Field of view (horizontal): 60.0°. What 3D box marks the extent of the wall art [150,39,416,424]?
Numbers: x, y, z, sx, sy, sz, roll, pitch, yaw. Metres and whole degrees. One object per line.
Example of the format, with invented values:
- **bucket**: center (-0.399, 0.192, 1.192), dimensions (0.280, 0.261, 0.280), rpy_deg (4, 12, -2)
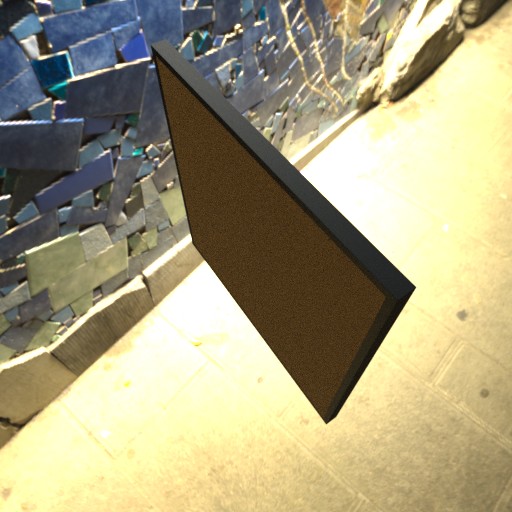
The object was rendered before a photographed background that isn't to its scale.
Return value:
- **wall art**: center (0.000, 0.000, 1.123), dimensions (0.038, 0.763, 0.763), rpy_deg (-30, 62, -18)
